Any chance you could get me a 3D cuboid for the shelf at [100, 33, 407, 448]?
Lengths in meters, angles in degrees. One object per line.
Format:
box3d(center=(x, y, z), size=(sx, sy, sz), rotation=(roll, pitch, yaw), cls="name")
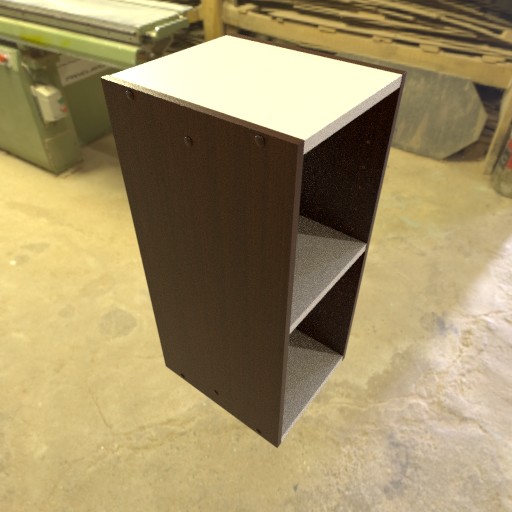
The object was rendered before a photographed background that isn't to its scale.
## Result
box3d(center=(0.000, 0.000, 0.749), size=(0.290, 0.600, 0.253), rotation=(27, 48, 27), cls="shelf")
